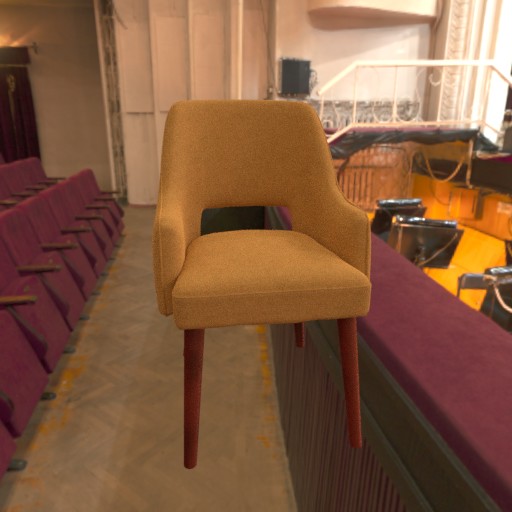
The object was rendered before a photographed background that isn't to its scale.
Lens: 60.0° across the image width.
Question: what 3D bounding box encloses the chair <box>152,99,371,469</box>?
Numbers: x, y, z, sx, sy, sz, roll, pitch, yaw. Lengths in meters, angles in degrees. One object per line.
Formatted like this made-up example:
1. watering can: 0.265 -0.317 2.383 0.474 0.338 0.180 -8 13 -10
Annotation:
1. chair: 0.000 0.000 1.239 0.548 0.849 0.605 -3 17 -9
